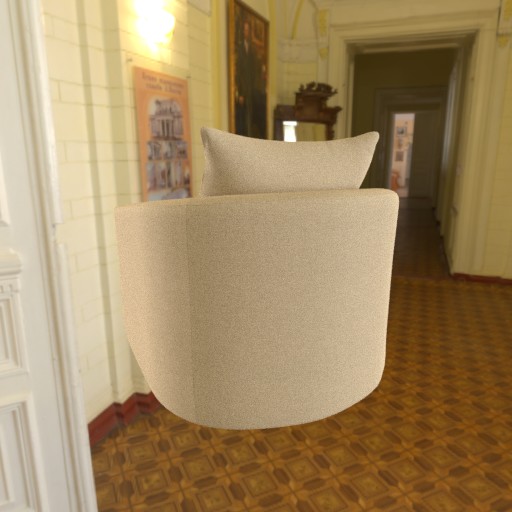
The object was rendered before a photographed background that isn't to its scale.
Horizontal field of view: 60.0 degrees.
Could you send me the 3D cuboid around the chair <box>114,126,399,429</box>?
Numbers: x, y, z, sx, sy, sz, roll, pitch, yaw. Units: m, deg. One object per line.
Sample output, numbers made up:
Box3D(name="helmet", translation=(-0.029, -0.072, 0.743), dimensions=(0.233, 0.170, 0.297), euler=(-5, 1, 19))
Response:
Box3D(name="chair", translation=(0.000, 0.000, 1.569), dimensions=(0.845, 0.848, 0.910), euler=(-6, 15, -24))
